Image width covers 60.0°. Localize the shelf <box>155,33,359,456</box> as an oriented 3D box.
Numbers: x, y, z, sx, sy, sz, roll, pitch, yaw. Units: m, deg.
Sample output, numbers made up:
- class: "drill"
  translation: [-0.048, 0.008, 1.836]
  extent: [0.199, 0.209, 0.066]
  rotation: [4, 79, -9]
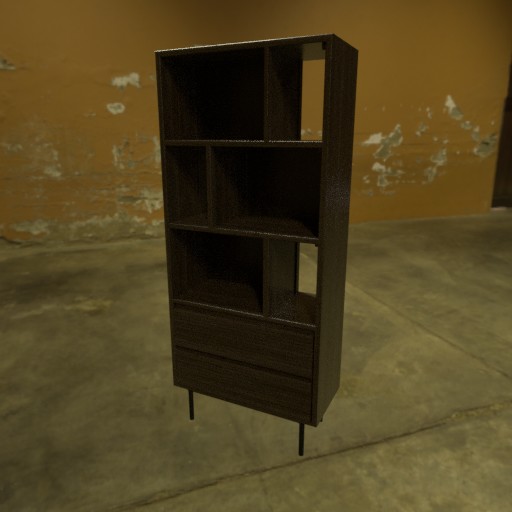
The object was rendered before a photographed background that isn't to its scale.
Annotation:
- class: "shelf"
  translation: [0.000, 0.000, 1.812]
  extent: [0.670, 1.545, 0.323]
  rotation: [7, 17, 25]
